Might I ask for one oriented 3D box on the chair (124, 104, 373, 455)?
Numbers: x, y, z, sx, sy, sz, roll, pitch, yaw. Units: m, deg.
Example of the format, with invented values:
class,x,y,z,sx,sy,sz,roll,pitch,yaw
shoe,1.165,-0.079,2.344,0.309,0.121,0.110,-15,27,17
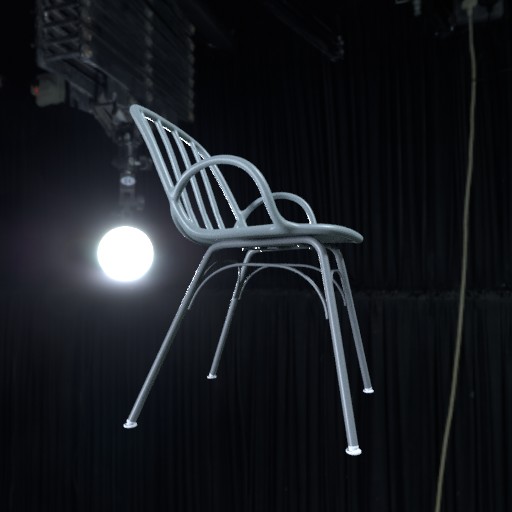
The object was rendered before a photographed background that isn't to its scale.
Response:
class,x,y,z,sx,sy,sz,roll,pitch,yaw
chair,0.000,0.000,1.220,0.597,0.816,0.549,0,-1,18
